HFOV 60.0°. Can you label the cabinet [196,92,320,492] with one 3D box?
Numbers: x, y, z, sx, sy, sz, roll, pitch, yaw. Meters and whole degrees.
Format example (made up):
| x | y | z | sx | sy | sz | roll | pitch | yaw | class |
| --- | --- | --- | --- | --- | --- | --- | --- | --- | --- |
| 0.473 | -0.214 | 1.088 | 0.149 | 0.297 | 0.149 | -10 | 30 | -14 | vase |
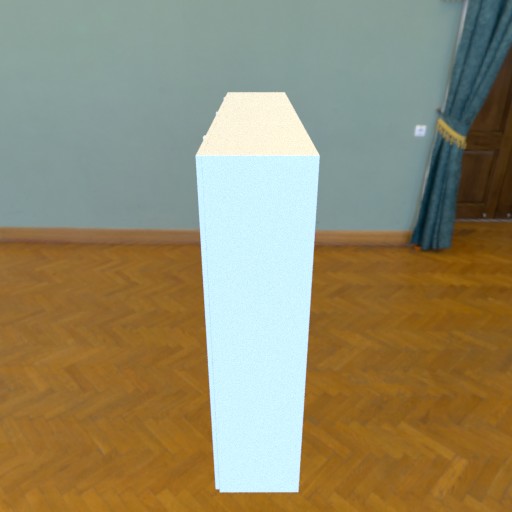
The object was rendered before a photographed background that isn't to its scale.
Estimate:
| x | y | z | sx | sy | sz | roll | pitch | yaw | class |
| --- | --- | --- | --- | --- | --- | --- | --- | --- | --- |
| 0.000 | 0.000 | 3.802 | 0.590 | 2.370 | 2.700 | 0 | 26 | 0 | cabinet |
